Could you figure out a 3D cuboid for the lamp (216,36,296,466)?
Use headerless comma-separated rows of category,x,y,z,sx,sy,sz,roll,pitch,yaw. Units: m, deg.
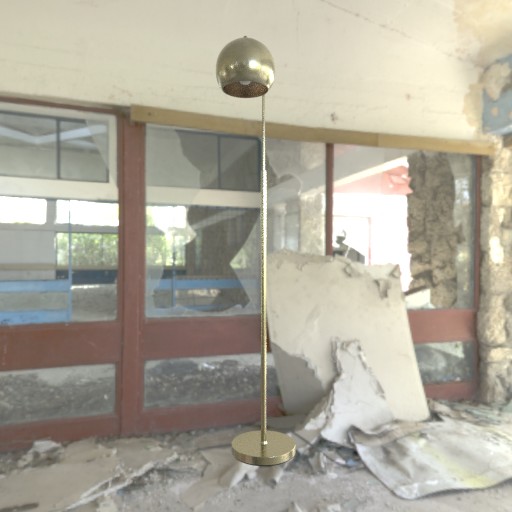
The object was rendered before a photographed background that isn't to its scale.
lamp,0.000,0.000,1.644,0.250,1.526,0.431,0,0,19
